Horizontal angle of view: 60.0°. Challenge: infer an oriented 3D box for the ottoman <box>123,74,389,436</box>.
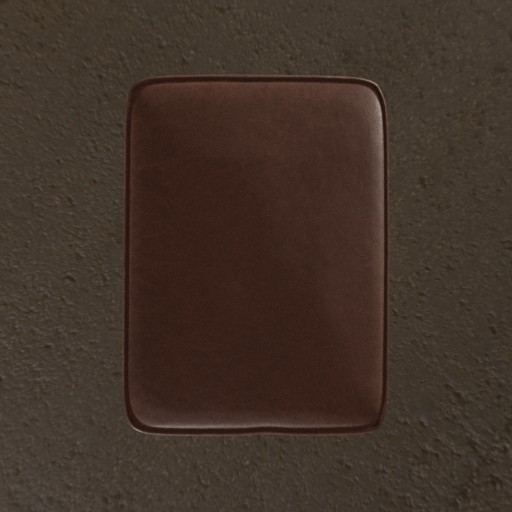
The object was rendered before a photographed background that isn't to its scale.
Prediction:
[{"bbox_3d":[0.000,0.000,1.090,0.548,0.449,0.749,0,89,0],"label":"ottoman"}]
